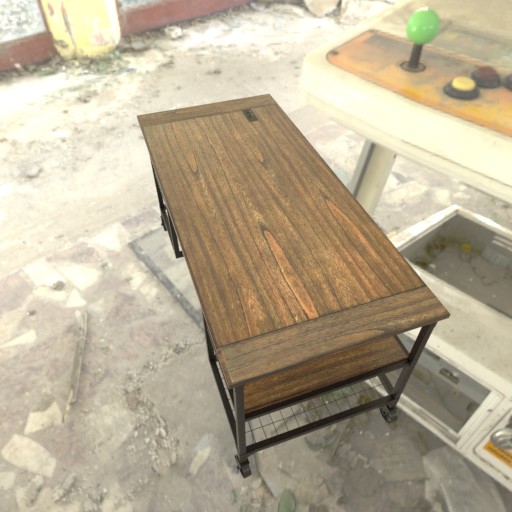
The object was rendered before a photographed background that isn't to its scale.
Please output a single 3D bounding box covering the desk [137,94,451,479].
[{"bbox_3d":[0.000,0.000,2.052,0.711,0.751,1.590,-14,47,-14],"label":"desk"}]
